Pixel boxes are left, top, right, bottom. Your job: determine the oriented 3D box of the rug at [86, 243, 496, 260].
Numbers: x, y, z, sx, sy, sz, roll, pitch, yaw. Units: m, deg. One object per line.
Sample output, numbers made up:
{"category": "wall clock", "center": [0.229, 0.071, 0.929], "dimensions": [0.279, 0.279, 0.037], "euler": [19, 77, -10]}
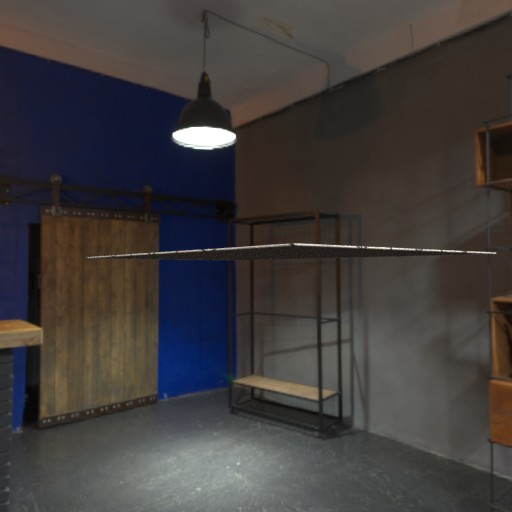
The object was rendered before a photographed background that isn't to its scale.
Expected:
{"category": "rug", "center": [0.000, 0.000, 3.009], "dimensions": [1.526, 0.008, 2.465], "euler": [1, -2, -37]}
